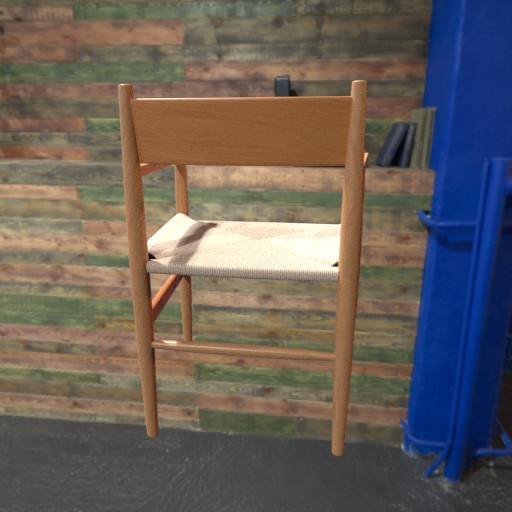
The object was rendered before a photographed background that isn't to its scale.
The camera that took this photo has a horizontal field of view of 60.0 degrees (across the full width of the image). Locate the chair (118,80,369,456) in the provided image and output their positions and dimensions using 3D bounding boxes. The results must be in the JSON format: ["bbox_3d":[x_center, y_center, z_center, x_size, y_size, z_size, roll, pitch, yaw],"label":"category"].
[{"bbox_3d":[0.000,0.000,1.101,0.556,0.762,0.495,2,16,8],"label":"chair"}]
